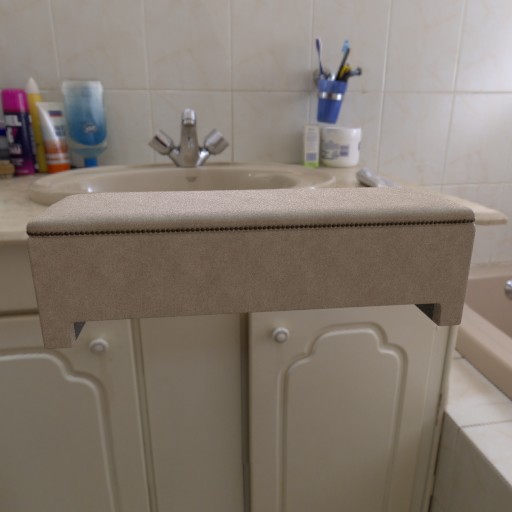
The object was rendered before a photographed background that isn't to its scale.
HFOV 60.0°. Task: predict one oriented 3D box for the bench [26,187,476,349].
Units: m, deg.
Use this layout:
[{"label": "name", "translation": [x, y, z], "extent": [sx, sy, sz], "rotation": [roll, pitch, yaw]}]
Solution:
[{"label": "bench", "translation": [0.000, 0.000, 1.692], "extent": [1.482, 0.447, 0.470], "rotation": [-2, 18, -7]}]
